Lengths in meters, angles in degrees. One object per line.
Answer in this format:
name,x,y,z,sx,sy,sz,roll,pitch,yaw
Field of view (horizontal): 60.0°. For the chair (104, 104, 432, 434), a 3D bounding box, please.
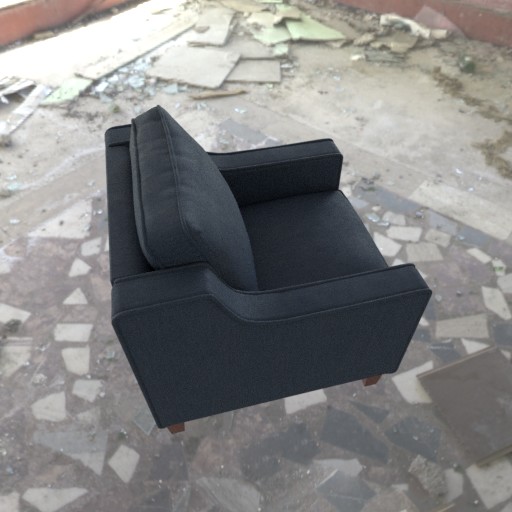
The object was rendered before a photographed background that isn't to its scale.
chair,0.000,0.000,1.621,0.909,0.960,0.831,-11,48,-9
